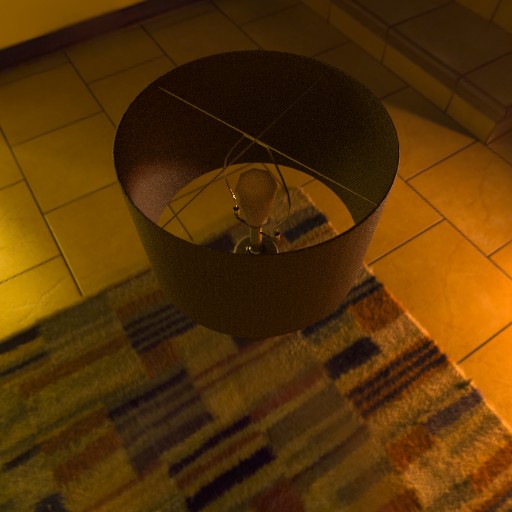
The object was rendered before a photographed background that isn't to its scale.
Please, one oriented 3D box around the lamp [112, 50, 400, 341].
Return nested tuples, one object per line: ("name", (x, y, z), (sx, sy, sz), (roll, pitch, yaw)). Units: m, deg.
("lamp", (0.000, 0.000, 0.680), (0.303, 0.488, 0.303), (0, 58, 0))
